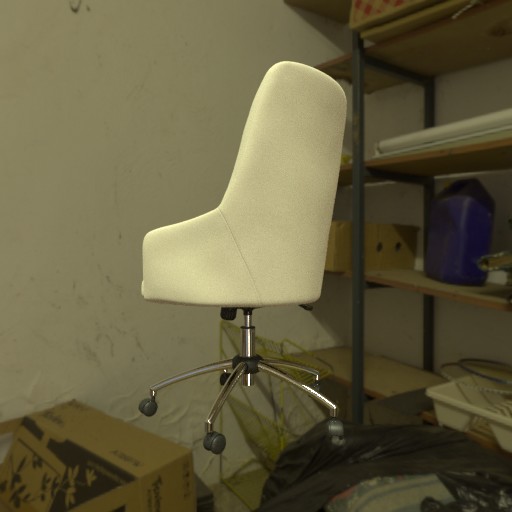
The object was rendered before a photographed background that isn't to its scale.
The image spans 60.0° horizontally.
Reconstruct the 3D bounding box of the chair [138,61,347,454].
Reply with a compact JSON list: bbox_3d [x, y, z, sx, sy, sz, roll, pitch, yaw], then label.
[{"bbox_3d":[0.000,0.000,1.452,0.640,1.049,0.620,0,0,36],"label":"chair"}]
